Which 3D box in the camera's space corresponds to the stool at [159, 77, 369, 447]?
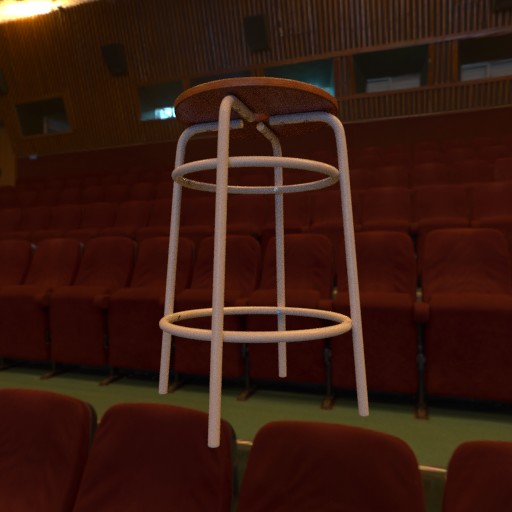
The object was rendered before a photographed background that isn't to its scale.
[{"bbox_3d":[0.000,0.000,0.921,0.455,0.610,0.455,0,0,18],"label":"stool"}]
